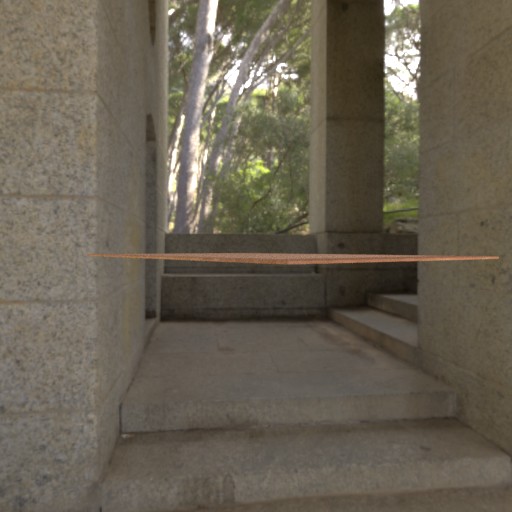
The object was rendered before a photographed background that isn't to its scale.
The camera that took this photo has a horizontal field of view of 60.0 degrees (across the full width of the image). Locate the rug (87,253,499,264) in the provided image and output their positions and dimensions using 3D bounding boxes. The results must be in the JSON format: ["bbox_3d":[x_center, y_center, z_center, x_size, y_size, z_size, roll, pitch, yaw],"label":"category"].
[{"bbox_3d":[0.000,0.000,2.967,1.524,0.014,2.438,-1,1,-36],"label":"rug"}]
